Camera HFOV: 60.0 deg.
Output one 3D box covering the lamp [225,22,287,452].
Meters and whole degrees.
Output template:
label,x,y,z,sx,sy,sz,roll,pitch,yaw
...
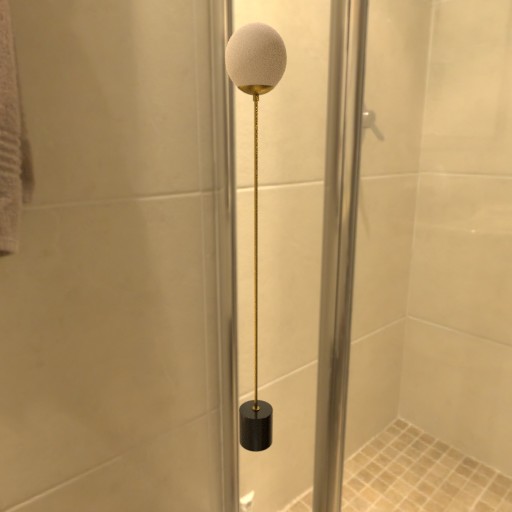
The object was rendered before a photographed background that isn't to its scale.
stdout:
label,x,y,z,sx,sy,sz,roll,pitch,yaw
lamp,0.000,0.000,1.824,0.229,1.748,0.229,3,14,10
